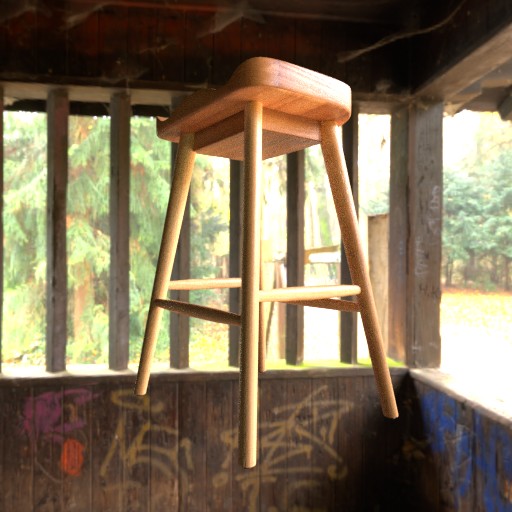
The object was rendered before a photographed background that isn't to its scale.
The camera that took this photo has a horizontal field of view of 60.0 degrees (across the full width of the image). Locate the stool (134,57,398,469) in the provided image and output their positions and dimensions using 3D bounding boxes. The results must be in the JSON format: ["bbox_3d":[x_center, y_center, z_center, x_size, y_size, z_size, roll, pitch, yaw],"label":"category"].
[{"bbox_3d":[0.000,0.000,0.912,0.361,0.615,0.440,0,0,-36],"label":"stool"}]
